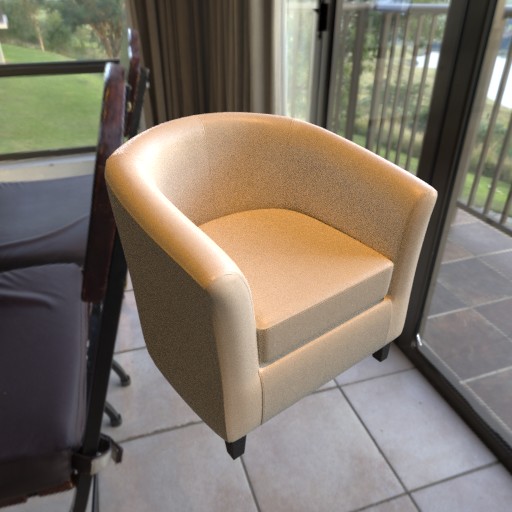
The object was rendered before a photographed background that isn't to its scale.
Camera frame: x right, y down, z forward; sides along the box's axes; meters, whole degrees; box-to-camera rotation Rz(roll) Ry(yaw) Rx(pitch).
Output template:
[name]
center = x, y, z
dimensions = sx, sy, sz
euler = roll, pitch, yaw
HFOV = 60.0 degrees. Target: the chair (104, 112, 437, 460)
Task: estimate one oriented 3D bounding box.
[chair]
center = 0.000, 0.000, 1.419
dimensions = 0.792, 0.756, 0.727
euler = -21, 37, -31
